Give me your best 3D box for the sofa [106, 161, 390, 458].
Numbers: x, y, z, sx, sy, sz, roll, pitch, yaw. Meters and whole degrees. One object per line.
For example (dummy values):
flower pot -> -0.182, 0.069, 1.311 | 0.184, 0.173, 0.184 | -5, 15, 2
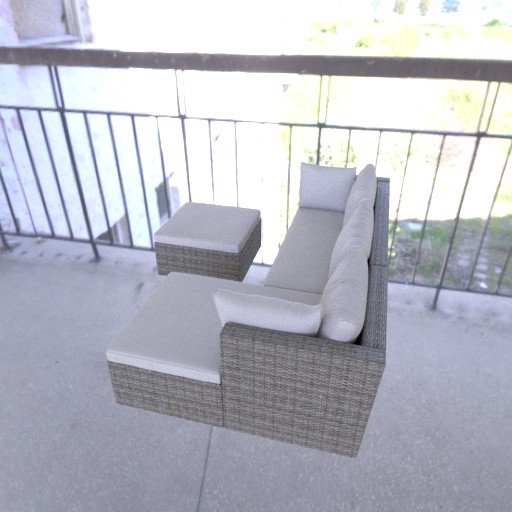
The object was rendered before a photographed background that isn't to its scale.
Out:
sofa -> 0.000, 0.000, 2.981 | 1.662, 0.766, 2.192 | 8, 31, 13
